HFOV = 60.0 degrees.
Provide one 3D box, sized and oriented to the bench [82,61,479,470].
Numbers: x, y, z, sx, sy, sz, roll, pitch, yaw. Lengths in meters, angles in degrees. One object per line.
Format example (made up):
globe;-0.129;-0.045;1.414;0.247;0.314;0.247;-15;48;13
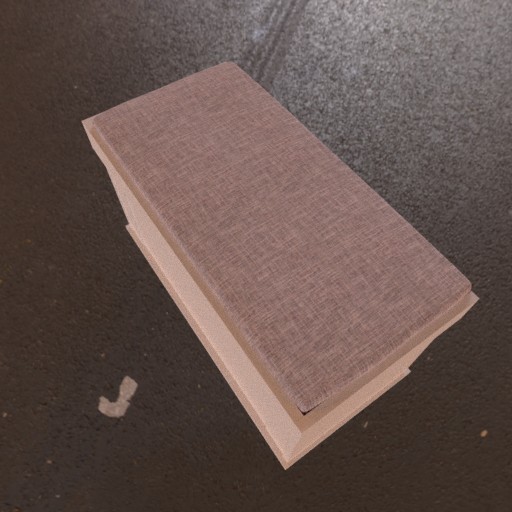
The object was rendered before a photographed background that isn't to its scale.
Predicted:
bench;0.000;0.000;0.971;0.362;0.461;0.734;-30;63;-18
